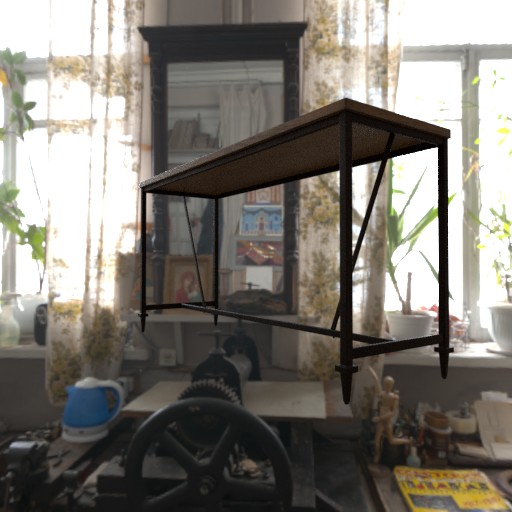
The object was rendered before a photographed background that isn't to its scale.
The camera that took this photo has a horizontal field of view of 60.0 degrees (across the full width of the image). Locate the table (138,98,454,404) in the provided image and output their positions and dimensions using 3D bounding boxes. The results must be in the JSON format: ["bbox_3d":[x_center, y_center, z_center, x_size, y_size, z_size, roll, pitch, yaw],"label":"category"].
[{"bbox_3d":[0.000,0.000,2.138,0.551,0.902,1.700,1,-1,-35],"label":"table"}]
